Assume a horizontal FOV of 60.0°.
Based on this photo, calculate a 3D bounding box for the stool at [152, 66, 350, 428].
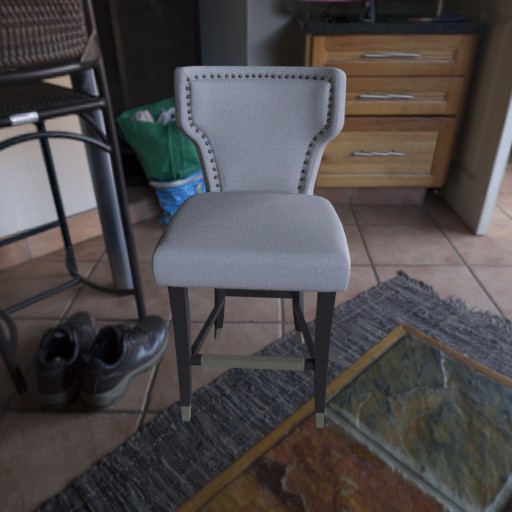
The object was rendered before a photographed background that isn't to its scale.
[{"bbox_3d":[0.000,0.000,1.434,0.526,1.092,0.563,2,30,3],"label":"stool"}]
